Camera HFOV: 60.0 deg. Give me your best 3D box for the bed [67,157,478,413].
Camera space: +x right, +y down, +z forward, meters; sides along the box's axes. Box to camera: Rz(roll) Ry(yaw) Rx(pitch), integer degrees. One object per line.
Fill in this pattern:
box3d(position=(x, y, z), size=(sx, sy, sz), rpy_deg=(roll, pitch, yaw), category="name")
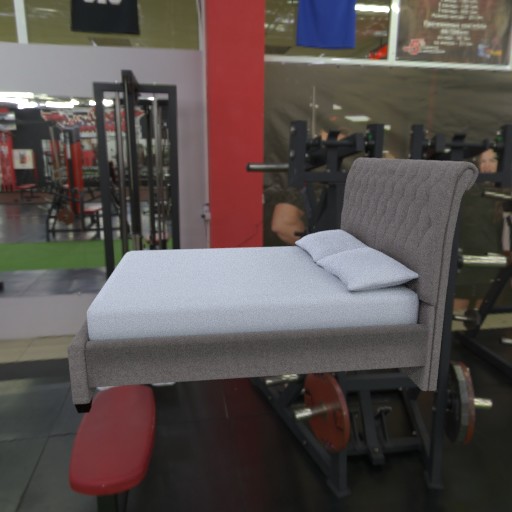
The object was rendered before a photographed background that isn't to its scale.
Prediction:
box3d(position=(0.000, 0.000, 3.220), size=(2.252, 1.371, 1.645), rpy_deg=(-2, 13, -7), category="bed")
